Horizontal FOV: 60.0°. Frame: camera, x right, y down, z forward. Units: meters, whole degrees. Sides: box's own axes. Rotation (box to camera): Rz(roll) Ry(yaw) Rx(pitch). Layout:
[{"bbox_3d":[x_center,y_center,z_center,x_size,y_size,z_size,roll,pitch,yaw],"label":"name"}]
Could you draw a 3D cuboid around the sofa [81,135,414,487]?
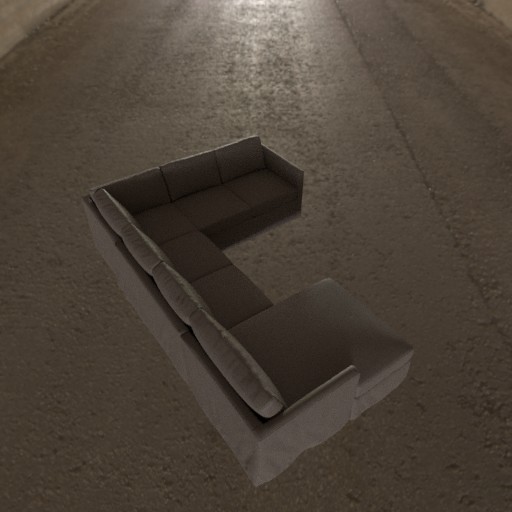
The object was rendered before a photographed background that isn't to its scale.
[{"bbox_3d":[0.000,0.000,4.585,2.476,0.878,3.528,-25,47,-26],"label":"sofa"}]
